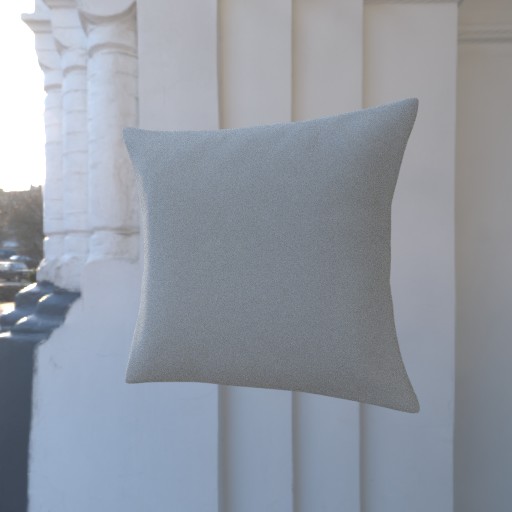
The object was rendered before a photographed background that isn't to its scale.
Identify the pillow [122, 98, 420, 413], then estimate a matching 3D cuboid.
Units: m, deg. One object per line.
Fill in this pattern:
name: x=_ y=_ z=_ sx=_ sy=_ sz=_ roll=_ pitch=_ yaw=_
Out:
pillow: x=0.000 y=0.000 z=0.796 sx=0.552 sy=0.508 sz=0.166 roll=0 pitch=0 yaw=18
